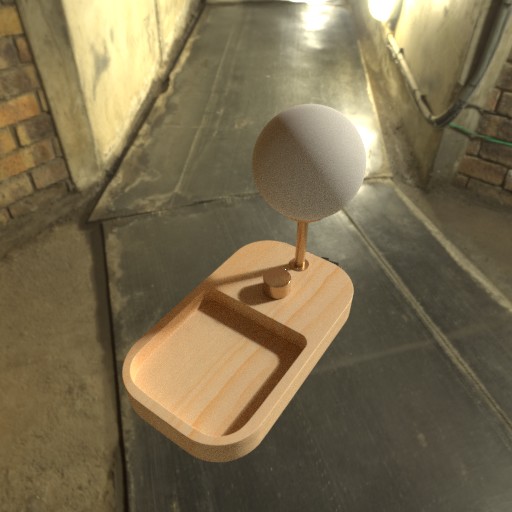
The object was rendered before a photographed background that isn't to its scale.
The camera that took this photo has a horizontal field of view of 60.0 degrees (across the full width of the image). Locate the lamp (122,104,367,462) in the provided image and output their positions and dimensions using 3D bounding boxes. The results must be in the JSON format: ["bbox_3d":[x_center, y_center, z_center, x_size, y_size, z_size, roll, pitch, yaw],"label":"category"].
[{"bbox_3d":[0.000,0.000,0.473,0.173,0.253,0.331,25,47,25],"label":"lamp"}]
